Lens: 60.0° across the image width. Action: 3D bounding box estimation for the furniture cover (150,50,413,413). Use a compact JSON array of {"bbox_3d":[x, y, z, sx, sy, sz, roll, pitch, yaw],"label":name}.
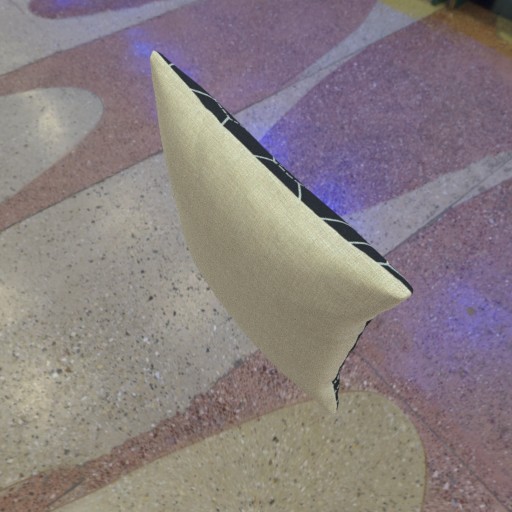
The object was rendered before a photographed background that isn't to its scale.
[{"bbox_3d":[0.000,0.000,0.767,0.158,0.508,0.517,-33,63,-19],"label":"furniture cover"}]
